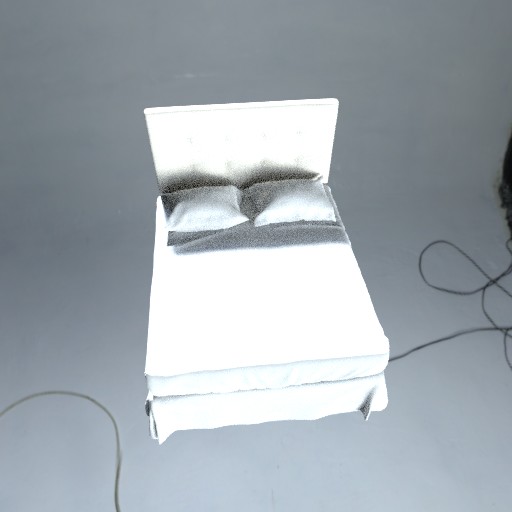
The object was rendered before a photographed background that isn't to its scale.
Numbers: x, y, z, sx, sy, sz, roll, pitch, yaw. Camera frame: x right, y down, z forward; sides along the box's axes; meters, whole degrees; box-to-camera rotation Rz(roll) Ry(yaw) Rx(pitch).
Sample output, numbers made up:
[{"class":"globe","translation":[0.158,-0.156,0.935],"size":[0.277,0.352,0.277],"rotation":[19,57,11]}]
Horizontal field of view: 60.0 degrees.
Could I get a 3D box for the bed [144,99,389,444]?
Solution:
[{"class":"bed","translation":[0.000,0.000,3.557],"size":[1.936,1.577,2.222],"rotation":[-5,46,-4]}]
